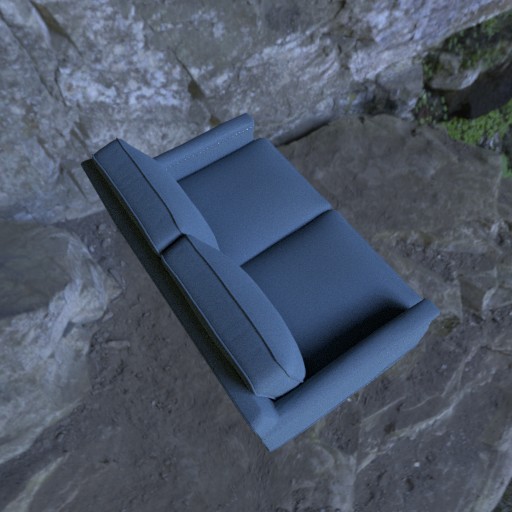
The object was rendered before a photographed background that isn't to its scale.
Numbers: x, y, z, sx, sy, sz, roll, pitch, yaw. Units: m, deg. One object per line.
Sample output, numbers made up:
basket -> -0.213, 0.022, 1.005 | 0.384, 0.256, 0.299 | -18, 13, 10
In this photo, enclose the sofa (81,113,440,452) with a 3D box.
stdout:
sofa -> 0.000, 0.000, 2.299 | 1.084, 1.003, 1.597 | -31, 64, -17
